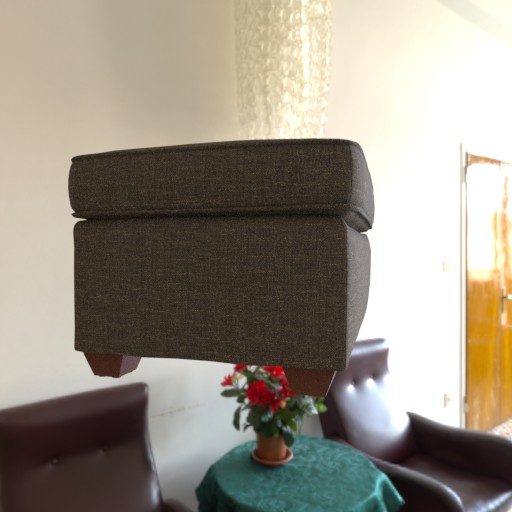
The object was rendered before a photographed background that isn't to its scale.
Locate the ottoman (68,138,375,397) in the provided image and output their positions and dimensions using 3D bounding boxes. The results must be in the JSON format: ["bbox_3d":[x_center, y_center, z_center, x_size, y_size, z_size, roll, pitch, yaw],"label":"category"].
[{"bbox_3d":[0.000,0.000,1.088,0.549,0.450,0.749,0,1,17],"label":"ottoman"}]
